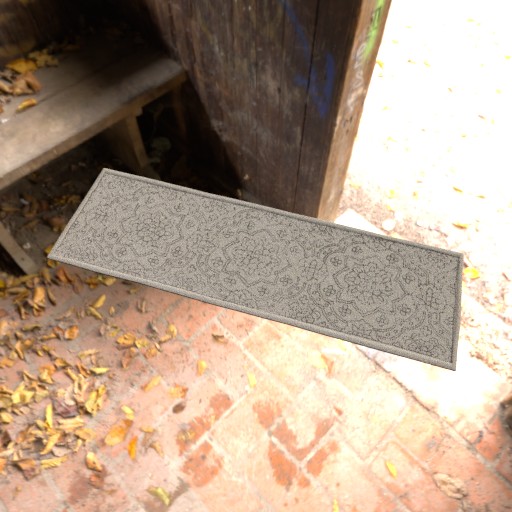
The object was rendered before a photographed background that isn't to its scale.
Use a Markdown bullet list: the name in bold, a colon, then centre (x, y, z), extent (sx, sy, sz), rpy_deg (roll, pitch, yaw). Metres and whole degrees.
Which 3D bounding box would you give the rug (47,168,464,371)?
- **rug**: centre (0.000, 0.000, 2.714), extent (2.448, 0.012, 0.769), rpy_deg (14, 60, 9)
